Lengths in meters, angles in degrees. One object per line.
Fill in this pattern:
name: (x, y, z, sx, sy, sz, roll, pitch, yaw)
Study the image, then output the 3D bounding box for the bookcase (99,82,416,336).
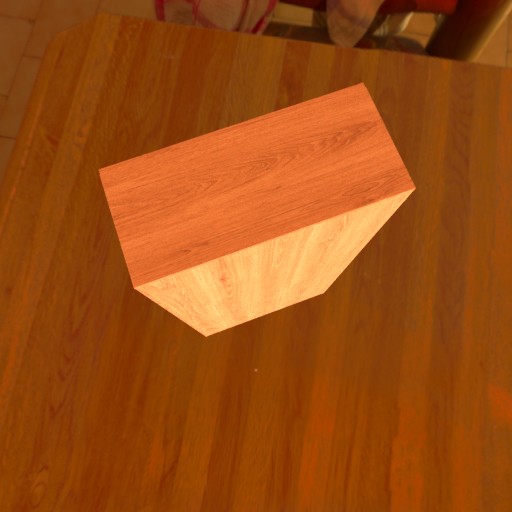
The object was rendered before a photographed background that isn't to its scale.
bookcase: (0.000, 0.000, 2.422, 0.950, 2.020, 0.420, -20, 76, -5)
